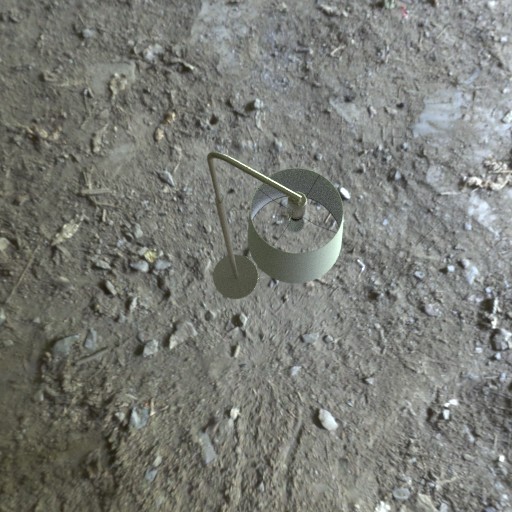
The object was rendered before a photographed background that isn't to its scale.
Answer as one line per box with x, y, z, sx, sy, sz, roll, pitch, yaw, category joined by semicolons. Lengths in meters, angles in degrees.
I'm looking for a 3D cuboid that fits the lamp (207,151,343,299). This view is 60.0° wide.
0.000;0.000;1.681;0.508;1.478;0.254;32;78;8;lamp
